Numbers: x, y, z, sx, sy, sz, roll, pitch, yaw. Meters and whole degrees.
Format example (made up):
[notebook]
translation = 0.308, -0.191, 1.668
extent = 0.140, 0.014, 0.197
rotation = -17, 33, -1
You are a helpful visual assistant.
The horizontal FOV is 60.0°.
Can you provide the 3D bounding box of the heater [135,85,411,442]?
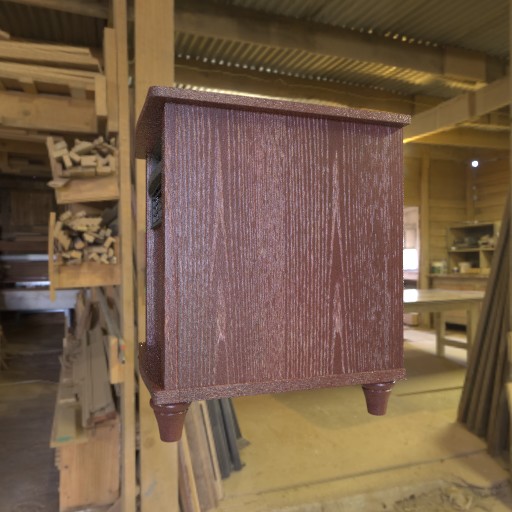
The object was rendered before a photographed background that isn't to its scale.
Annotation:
[heater]
translation = 0.000, 0.000, 0.763
extent = 0.400, 0.481, 0.362
rotation = 0, 0, -18
